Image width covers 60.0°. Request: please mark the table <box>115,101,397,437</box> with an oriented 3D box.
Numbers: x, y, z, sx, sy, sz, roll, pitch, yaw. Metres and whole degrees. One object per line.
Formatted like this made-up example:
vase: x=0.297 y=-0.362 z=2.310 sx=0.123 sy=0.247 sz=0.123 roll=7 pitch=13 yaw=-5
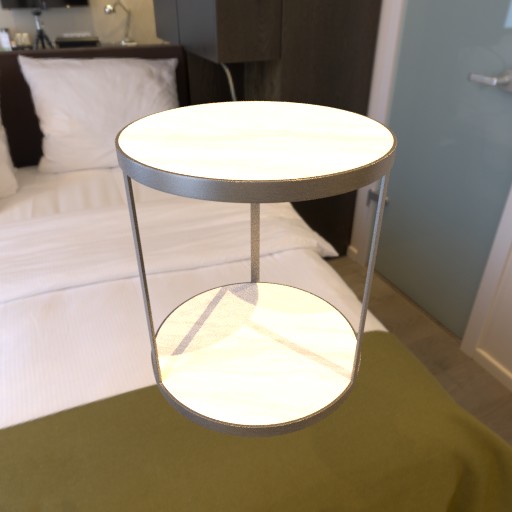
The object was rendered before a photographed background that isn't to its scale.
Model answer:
table: x=0.000 y=0.000 z=0.847 sx=0.445 sy=0.479 sz=0.445 roll=0 pitch=31 yaw=0
